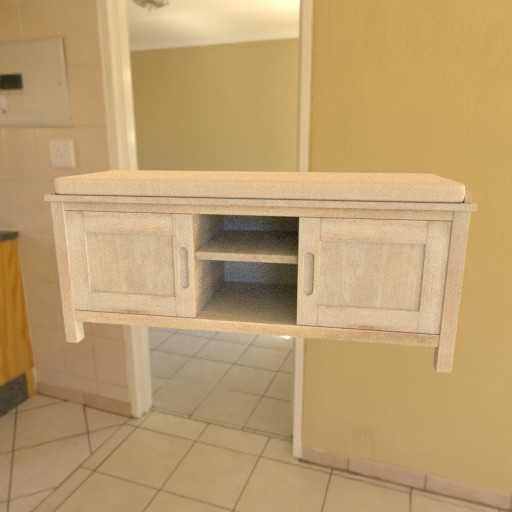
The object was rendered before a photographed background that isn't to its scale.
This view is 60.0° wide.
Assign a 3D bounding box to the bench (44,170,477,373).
[{"bbox_3d":[0.000,0.000,1.391,1.140,0.501,0.398,2,15,9],"label":"bench"}]
